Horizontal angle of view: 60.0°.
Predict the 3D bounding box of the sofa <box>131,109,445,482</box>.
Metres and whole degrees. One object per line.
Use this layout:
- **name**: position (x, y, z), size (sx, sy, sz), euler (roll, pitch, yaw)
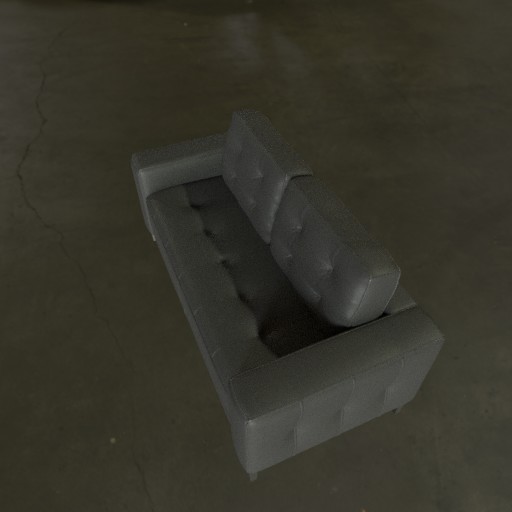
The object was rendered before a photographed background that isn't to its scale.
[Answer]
- **sofa**: position (0.000, 0.000, 2.197), size (0.833, 0.893, 1.726), euler (-17, 48, -16)
